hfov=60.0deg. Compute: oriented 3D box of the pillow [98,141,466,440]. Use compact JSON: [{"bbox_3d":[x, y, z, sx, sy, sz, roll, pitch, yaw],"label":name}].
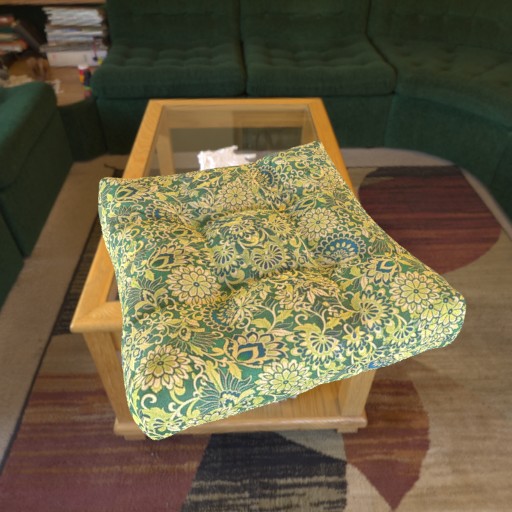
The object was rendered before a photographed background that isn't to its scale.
[{"bbox_3d":[0.000,0.000,0.731,0.468,0.128,0.490,-13,44,-14],"label":"pillow"}]
